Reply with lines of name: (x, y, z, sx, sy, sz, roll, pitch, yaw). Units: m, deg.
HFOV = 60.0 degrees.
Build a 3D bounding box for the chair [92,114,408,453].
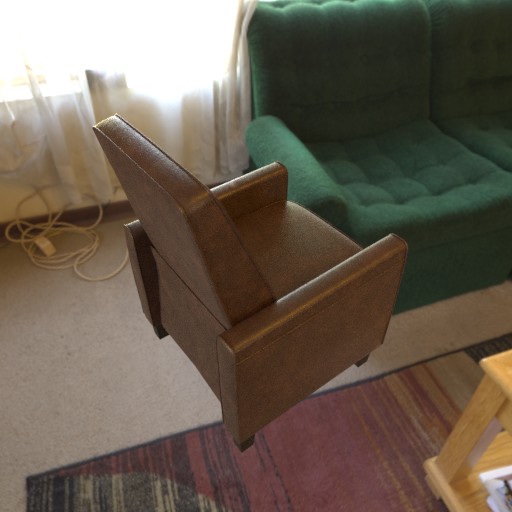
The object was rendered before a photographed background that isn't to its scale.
chair: (0.000, 0.000, 1.523, 0.746, 1.013, 0.705, -25, 46, -27)
